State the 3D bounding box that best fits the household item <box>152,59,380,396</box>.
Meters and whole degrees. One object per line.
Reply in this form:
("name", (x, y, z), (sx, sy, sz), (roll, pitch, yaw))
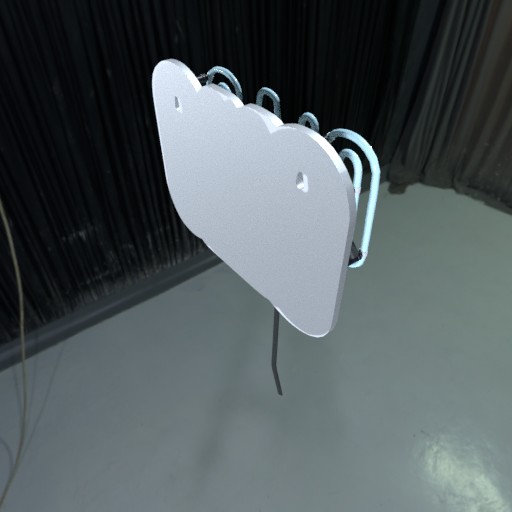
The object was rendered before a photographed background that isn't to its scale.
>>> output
("household item", (0.000, 0.000, 0.380), (0.042, 0.294, 0.211), (-28, 49, -28))
